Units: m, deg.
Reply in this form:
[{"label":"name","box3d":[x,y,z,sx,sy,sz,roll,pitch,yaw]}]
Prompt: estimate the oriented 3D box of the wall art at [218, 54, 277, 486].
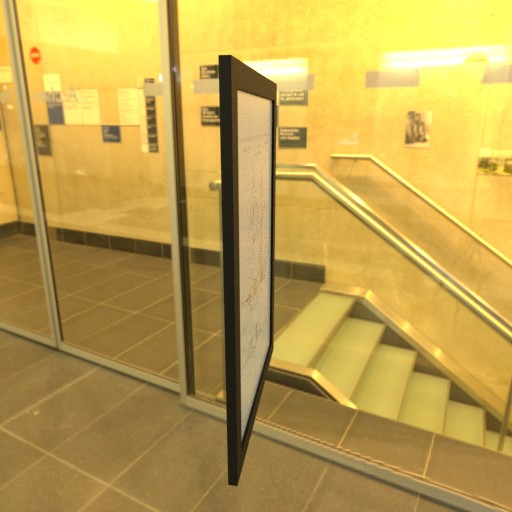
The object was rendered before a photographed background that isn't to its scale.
[{"label":"wall art","box3d":[0.000,0.000,0.600,0.011,0.459,0.326,3,17,9]}]
